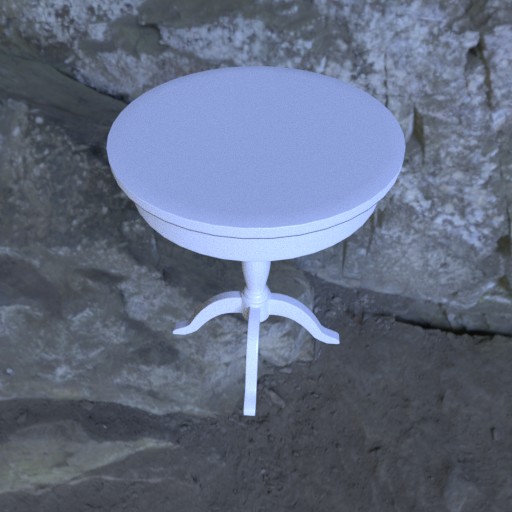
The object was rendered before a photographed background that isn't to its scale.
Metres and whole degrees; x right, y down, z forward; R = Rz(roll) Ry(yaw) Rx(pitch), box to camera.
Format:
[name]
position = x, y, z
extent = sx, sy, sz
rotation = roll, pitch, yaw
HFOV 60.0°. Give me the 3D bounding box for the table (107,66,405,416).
[table]
position = 0.000, 0.000, 1.016
extent = 0.513, 0.653, 0.513
rotation = 0, 46, 0
